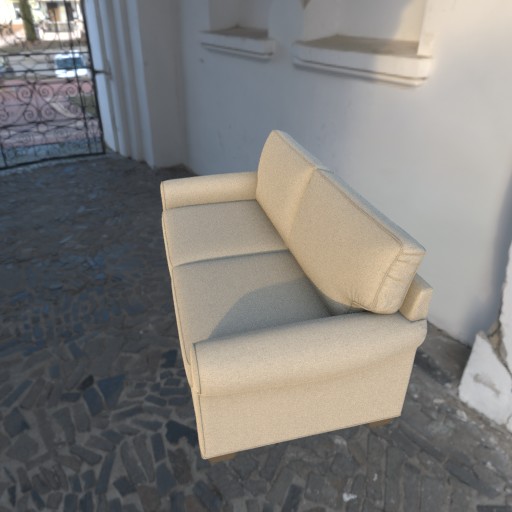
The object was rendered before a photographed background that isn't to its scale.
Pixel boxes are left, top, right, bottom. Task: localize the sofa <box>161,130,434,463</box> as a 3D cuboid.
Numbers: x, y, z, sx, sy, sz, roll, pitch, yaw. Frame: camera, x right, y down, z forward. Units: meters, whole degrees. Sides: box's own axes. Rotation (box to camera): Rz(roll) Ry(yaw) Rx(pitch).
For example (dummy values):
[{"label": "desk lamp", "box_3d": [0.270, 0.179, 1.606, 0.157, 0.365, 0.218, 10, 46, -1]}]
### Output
[{"label": "sofa", "box_3d": [0.000, 0.000, 2.418, 0.940, 0.952, 1.930, -7, 31, -12]}]
